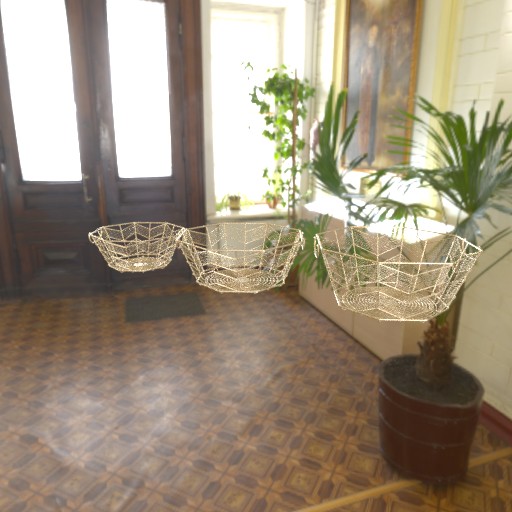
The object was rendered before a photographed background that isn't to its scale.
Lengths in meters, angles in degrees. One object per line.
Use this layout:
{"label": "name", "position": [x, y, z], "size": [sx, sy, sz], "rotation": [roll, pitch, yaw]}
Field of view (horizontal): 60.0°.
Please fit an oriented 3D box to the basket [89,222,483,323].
{"label": "basket", "position": [0.000, 0.000, 1.378], "size": [1.246, 0.178, 0.432], "rotation": [7, 17, 24]}
